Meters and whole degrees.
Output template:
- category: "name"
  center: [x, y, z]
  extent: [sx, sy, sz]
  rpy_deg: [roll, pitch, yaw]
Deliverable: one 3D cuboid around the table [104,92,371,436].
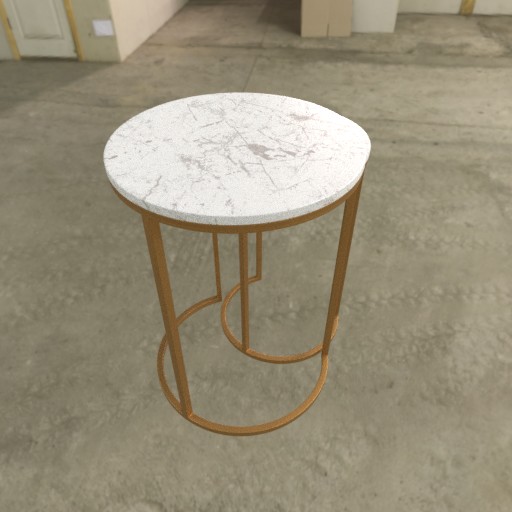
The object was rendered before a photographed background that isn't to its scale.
- category: "table"
  center: [0.000, 0.000, 0.903]
  extent: [0.400, 0.550, 0.507]
  rpy_deg: [25, 47, 26]
